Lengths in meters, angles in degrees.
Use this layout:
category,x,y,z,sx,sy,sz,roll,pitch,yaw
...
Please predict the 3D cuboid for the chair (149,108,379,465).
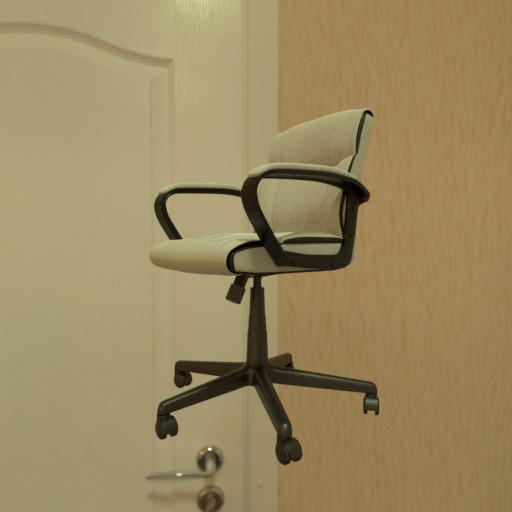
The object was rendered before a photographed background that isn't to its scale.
category,x,y,z,sx,sy,sz,roll,pitch,yaw
chair,0.000,0.000,1.448,0.717,1.004,0.739,-2,2,-37
